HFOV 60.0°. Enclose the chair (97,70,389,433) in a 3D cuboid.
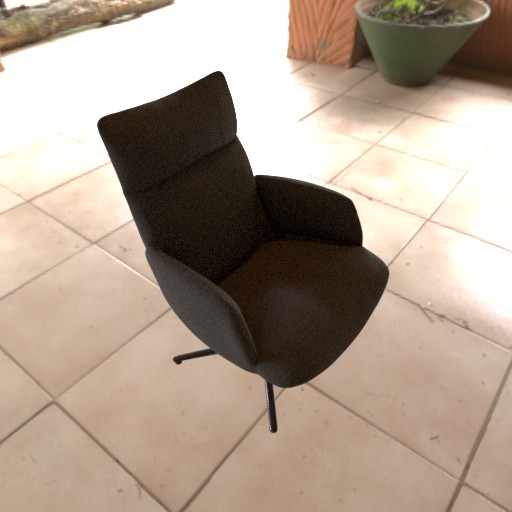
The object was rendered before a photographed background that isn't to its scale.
[{"bbox_3d":[0.000,0.000,1.539,0.831,0.984,0.702,27,48,27],"label":"chair"}]
